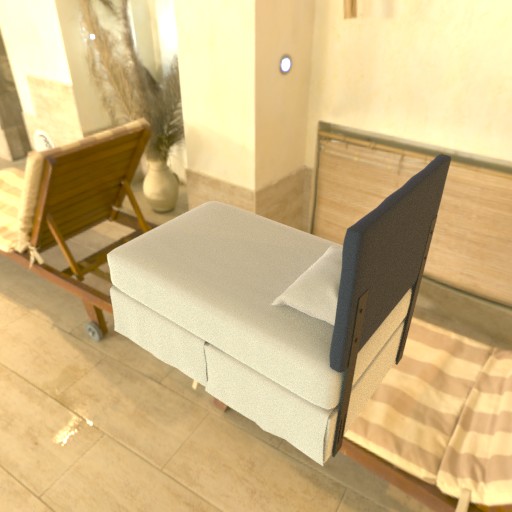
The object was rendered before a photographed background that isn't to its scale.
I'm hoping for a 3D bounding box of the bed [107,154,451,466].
[{"bbox_3d":[0.000,0.000,3.083,1.997,1.571,1.261,23,39,31],"label":"bed"}]
